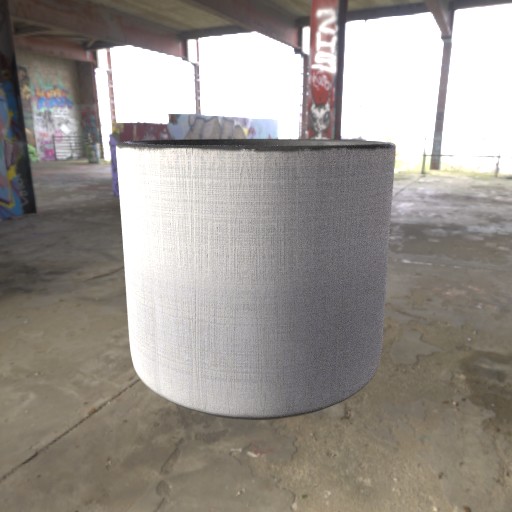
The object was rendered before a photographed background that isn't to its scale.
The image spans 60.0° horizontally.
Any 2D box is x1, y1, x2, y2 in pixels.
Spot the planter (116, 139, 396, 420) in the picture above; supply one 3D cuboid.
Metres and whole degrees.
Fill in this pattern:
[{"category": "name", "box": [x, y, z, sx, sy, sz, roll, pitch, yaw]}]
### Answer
[{"category": "planter", "box": [0.000, 0.000, 0.441, 0.254, 0.221, 0.254, 0, 16, 0]}]
